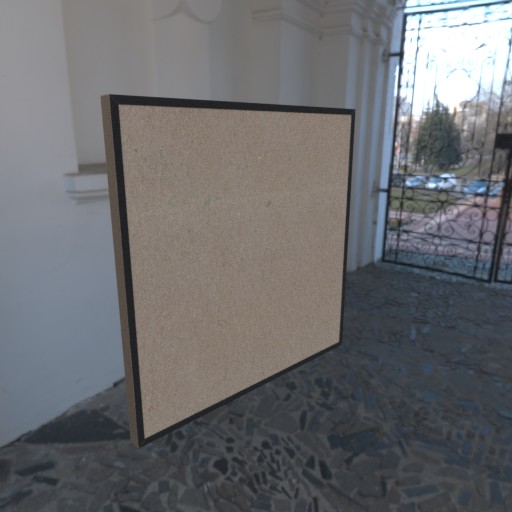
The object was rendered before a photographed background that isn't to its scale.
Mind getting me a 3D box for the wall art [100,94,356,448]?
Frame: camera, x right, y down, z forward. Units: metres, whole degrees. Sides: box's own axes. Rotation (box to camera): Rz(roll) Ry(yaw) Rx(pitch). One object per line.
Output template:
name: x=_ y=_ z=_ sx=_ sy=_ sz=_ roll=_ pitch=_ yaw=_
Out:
wall art: x=0.000 y=0.000 z=1.171 sx=0.762 sy=0.762 sz=0.038 roll=-14 pitch=21 yaw=-41
